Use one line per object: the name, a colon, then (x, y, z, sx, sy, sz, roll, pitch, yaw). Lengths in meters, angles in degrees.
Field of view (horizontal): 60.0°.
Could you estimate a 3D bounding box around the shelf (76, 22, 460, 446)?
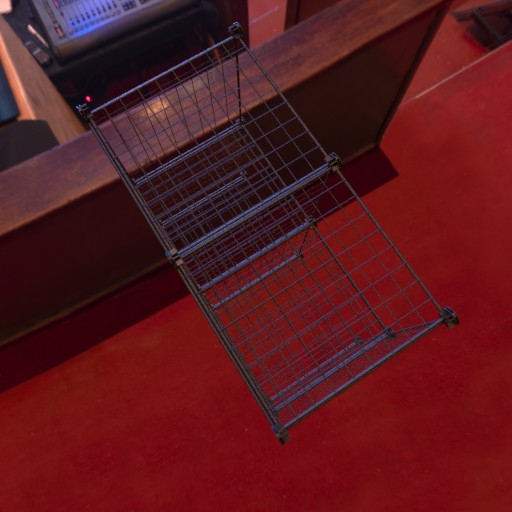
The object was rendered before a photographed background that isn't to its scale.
shelf: (0.000, 0.000, 1.125, 0.356, 0.711, 0.711, -32, 78, -8)
